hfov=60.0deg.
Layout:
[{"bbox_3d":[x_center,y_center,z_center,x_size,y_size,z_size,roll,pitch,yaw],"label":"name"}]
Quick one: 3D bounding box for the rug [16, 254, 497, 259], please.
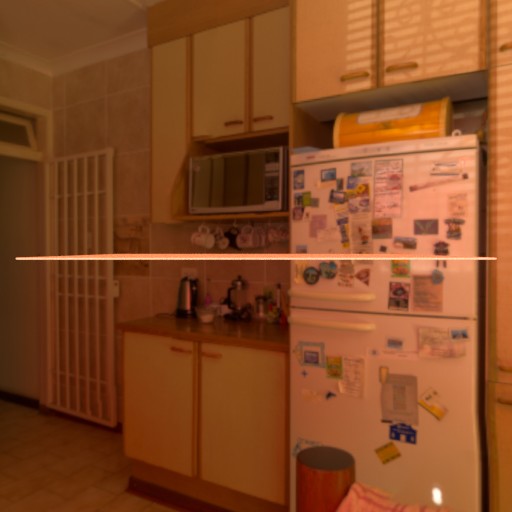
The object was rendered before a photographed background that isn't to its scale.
[{"bbox_3d":[0.000,0.000,2.293,1.828,0.007,1.220,0,1,0],"label":"rug"}]
